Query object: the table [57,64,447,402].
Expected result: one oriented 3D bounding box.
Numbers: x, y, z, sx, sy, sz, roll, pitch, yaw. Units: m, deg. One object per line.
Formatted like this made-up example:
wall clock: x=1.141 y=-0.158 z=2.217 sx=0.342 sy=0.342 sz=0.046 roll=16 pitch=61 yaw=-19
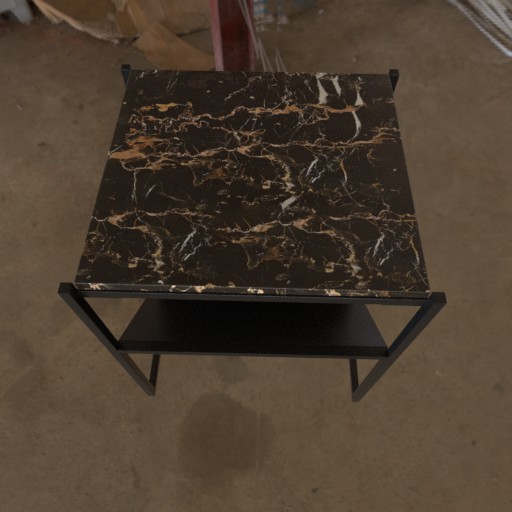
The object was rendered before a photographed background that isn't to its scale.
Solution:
table: x=0.000 y=0.000 z=0.870 sx=0.469 sy=0.534 sz=0.432 roll=1 pitch=60 yaw=1
